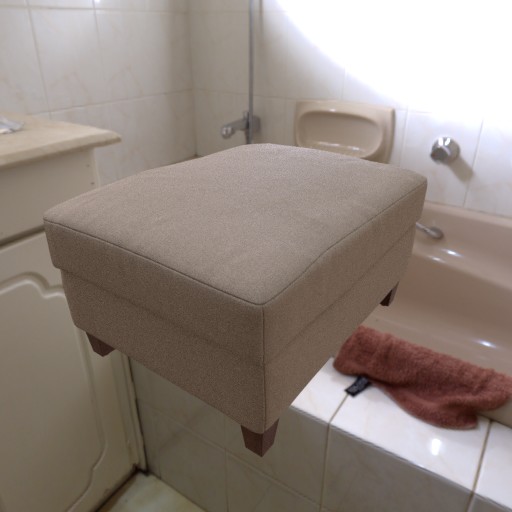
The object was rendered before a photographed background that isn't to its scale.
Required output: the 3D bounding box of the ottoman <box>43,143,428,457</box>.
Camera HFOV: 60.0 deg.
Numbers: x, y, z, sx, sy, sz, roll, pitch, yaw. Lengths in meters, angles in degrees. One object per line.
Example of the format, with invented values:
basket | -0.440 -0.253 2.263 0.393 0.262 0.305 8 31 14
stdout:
ottoman | 0.000 0.000 1.298 0.692 0.511 0.902 18 32 32
